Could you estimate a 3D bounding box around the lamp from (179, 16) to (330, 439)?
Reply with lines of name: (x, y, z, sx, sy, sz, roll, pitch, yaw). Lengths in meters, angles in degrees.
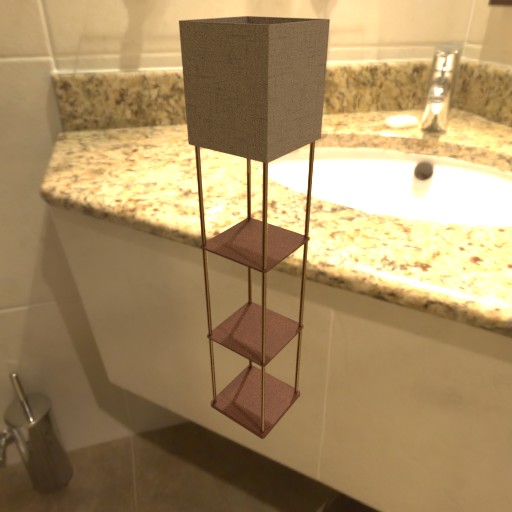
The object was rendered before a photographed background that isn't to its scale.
lamp: (0.000, 0.000, 1.666, 0.308, 1.569, 0.310, 21, 37, 31)
